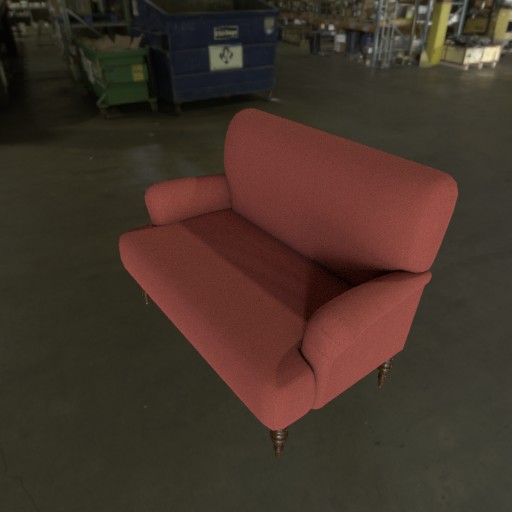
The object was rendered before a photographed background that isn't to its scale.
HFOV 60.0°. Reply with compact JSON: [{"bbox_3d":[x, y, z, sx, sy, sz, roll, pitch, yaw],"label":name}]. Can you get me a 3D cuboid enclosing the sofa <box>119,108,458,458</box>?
[{"bbox_3d":[0.000,0.000,1.838,0.779,0.889,1.297,-21,38,-30],"label":"sofa"}]
